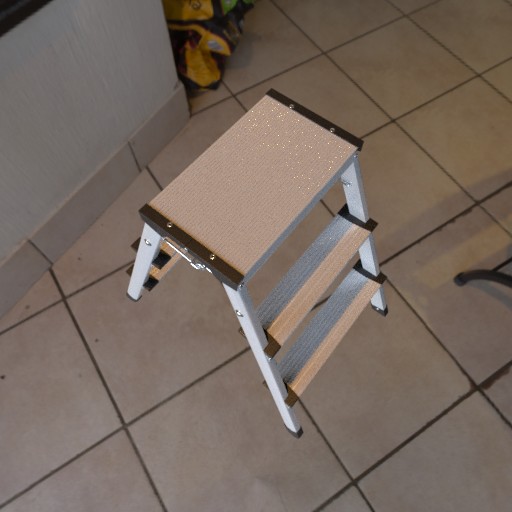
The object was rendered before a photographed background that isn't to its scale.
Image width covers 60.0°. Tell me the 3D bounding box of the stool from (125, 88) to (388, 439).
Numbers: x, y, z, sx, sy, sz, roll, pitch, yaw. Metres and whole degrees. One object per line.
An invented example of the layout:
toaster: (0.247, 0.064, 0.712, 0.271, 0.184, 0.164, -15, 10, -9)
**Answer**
stool: (0.000, 0.000, 1.003, 0.622, 0.605, 0.437, 36, 69, 16)
